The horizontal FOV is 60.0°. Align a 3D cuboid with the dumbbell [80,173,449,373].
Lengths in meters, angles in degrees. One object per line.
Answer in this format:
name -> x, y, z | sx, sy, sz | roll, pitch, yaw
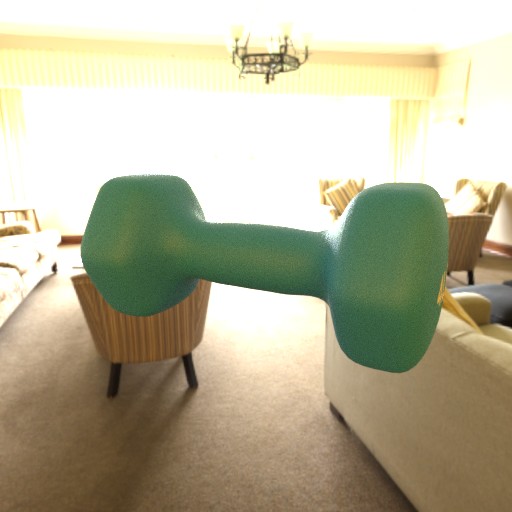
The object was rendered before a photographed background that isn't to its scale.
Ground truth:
dumbbell -> 0.000, 0.000, 0.192 | 0.152, 0.066, 0.074 | 7, 16, 27
